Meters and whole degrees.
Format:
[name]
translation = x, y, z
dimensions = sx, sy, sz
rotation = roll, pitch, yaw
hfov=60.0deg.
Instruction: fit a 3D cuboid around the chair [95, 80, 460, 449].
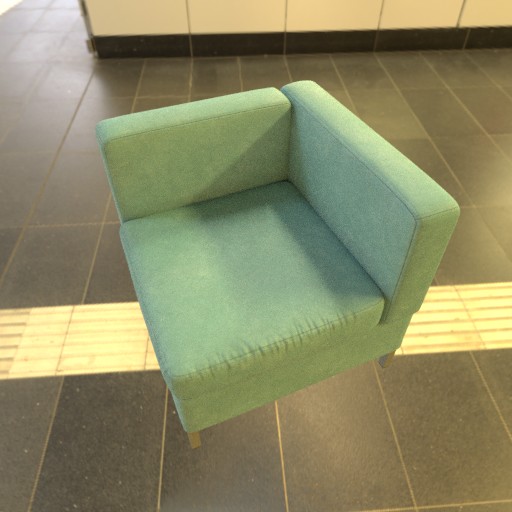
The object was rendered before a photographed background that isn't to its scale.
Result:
[chair]
translation = 0.000, 0.000, 1.242
dimensions = 0.680, 0.660, 0.680
rotation = -17, 48, -16
